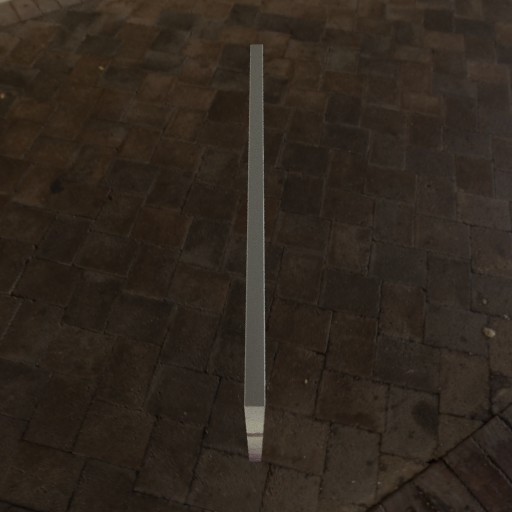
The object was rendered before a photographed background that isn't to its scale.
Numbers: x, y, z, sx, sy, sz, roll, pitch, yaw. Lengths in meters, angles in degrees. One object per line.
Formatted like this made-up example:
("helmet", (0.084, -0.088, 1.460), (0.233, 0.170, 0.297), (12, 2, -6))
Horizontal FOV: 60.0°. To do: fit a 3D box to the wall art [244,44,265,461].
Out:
("wall art", (0.000, 0.000, 0.785), (0.021, 0.410, 0.615), (0, 58, 0))
